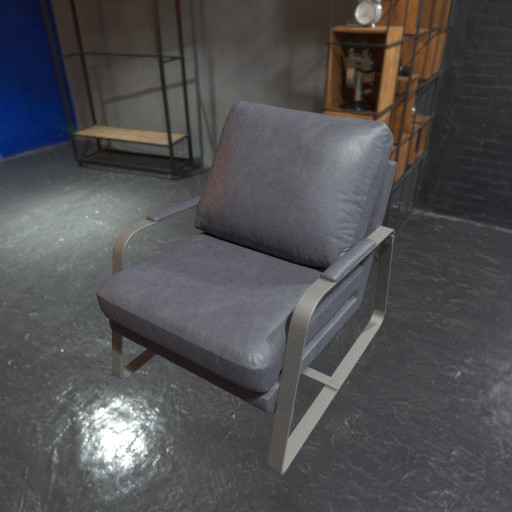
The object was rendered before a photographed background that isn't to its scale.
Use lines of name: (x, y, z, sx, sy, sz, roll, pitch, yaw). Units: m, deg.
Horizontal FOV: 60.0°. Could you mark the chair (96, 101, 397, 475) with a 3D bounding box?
chair: (0.000, 0.000, 1.477, 0.692, 0.839, 0.878, 19, 35, 28)
